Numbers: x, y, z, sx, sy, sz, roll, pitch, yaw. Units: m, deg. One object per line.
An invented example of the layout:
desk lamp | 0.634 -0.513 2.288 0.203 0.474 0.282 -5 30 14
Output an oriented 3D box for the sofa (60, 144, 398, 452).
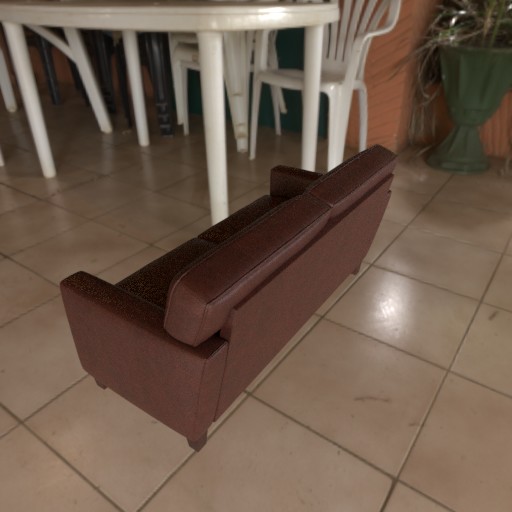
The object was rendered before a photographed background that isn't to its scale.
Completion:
sofa | 0.000 0.000 2.441 0.912 0.928 1.876 20 36 29
